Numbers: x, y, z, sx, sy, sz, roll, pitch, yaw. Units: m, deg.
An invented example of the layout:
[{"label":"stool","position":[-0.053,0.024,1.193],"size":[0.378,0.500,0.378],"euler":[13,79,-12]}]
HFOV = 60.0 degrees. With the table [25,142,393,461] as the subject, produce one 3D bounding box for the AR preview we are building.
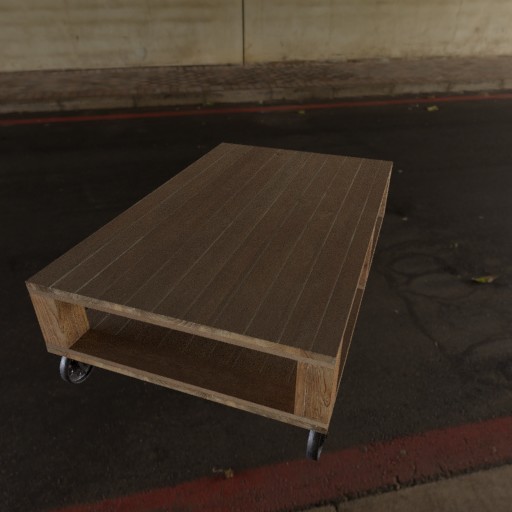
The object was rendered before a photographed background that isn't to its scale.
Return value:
[{"label":"table","position":[0.000,0.000,1.680],"size":[0.827,0.413,1.299],"euler":[11,33,17]}]
